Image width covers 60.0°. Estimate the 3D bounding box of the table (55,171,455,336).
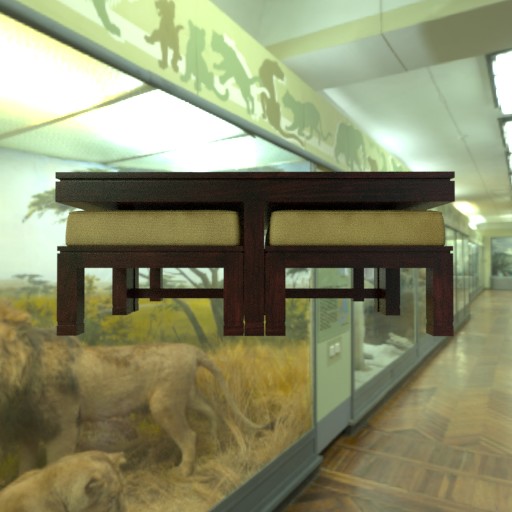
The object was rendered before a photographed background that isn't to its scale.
[{"bbox_3d":[0.000,0.000,1.390,0.865,0.356,0.865,0,-1,0],"label":"table"}]
